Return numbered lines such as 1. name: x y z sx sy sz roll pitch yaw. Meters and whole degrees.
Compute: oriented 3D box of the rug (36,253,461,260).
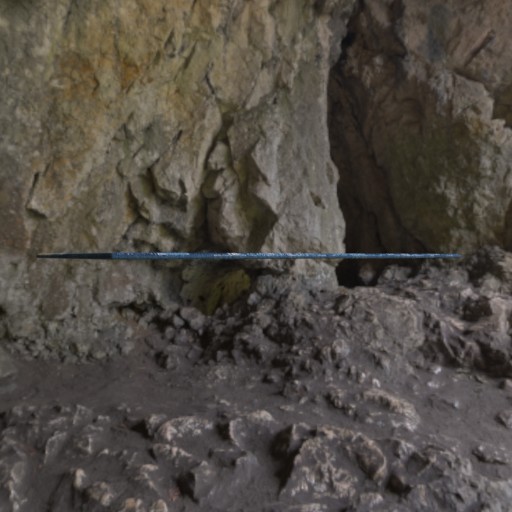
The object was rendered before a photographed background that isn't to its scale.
1. rug: 0.000 0.000 2.975 2.450 0.027 1.540 0 0 -36
